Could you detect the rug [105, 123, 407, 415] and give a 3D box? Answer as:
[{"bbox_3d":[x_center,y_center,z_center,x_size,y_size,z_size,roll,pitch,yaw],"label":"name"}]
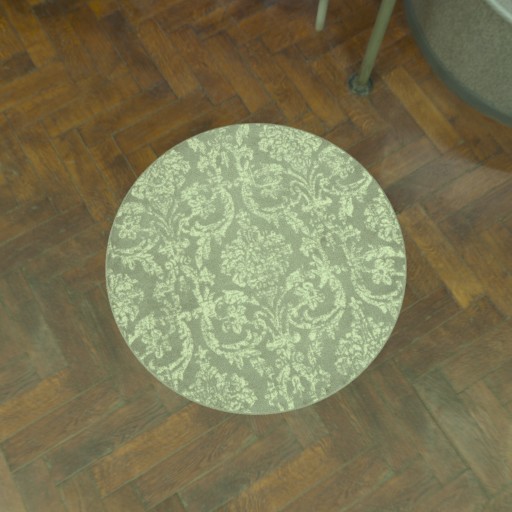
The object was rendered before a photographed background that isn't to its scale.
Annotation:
[{"bbox_3d":[0.000,0.000,2.353,1.593,0.012,1.593,0,75,0],"label":"rug"}]
